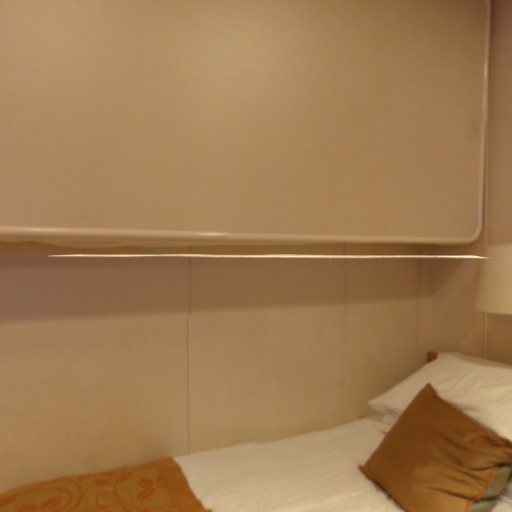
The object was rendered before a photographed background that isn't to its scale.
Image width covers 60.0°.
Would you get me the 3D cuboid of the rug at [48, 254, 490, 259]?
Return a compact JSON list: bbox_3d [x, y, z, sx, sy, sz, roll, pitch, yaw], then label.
[{"bbox_3d":[0.000,0.000,2.716,2.439,0.013,0.762,0,1,18],"label":"rug"}]
